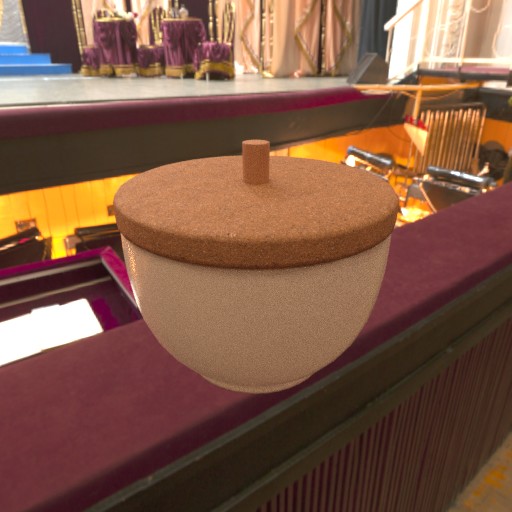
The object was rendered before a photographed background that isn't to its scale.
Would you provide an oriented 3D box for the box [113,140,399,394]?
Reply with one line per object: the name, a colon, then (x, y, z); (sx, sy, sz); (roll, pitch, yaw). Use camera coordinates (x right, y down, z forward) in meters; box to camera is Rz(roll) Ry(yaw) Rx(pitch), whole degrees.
box: (0.000, 0.000, 0.185); (0.107, 0.094, 0.107); (0, 25, 0)
